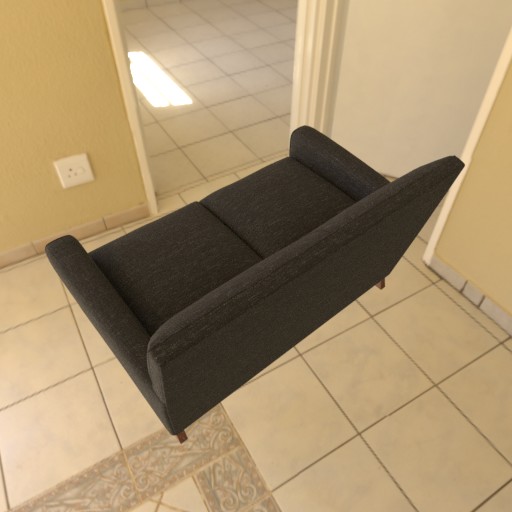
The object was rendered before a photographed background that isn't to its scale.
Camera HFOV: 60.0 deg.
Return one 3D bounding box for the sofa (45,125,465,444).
[{"bbox_3d":[0.000,0.000,1.906,1.420,0.846,0.875,-31,54,-26],"label":"sofa"}]
